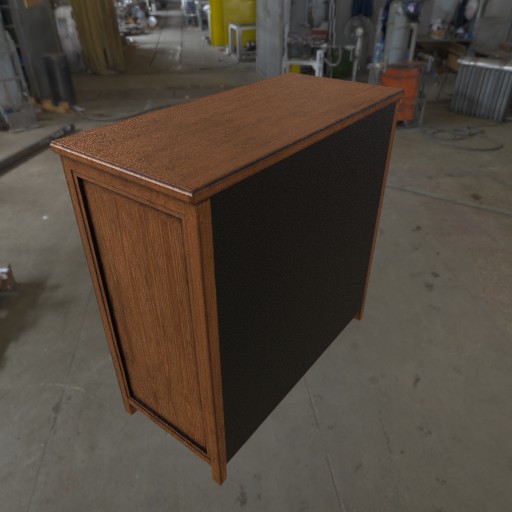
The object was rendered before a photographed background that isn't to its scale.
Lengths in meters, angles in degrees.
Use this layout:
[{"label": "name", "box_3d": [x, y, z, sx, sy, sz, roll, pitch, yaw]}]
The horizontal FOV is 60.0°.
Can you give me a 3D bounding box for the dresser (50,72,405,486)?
[{"label": "dresser", "box_3d": [0.000, 0.000, 1.889, 0.591, 1.224, 1.250, 23, 39, 30]}]
